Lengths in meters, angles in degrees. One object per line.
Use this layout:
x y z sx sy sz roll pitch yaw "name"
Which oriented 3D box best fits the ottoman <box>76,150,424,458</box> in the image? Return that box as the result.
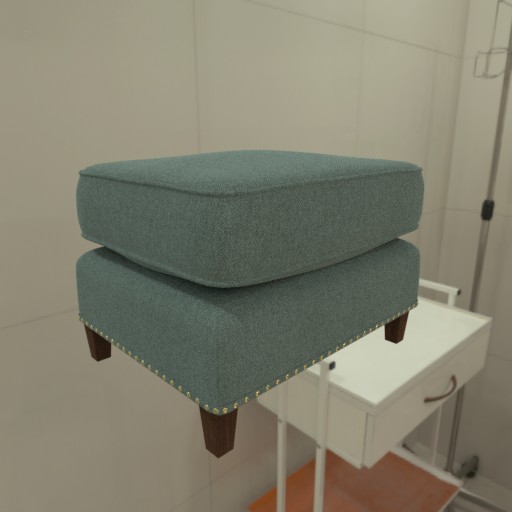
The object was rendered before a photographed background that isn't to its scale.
0.000 0.000 1.150 0.738 0.537 0.589 -15 22 -42 "ottoman"
